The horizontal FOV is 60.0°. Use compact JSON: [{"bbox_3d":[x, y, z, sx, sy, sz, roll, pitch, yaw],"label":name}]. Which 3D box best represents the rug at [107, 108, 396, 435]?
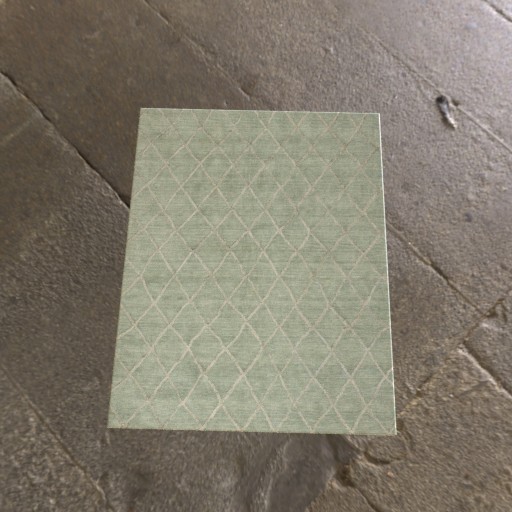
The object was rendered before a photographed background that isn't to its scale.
[{"bbox_3d":[0.000,0.000,4.097,2.420,0.019,3.039,1,75,0],"label":"rug"}]
